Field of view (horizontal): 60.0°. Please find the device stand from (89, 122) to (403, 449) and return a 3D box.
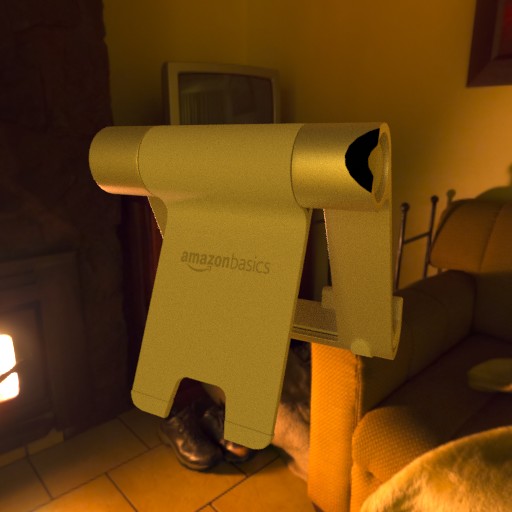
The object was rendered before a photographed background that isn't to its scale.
[{"bbox_3d":[0.000,0.000,0.149,0.086,0.084,0.079,7,17,26],"label":"device stand"}]
